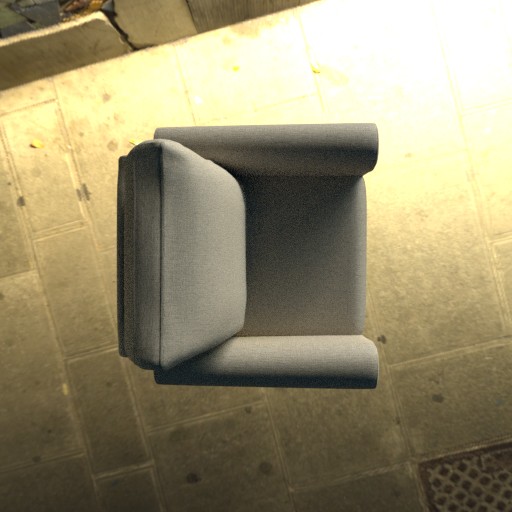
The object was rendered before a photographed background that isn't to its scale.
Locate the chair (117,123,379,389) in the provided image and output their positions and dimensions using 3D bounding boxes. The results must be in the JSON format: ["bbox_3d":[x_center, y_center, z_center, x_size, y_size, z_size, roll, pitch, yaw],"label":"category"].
[{"bbox_3d":[0.000,0.000,2.274,1.180,1.349,1.275,0,90,1],"label":"chair"}]
